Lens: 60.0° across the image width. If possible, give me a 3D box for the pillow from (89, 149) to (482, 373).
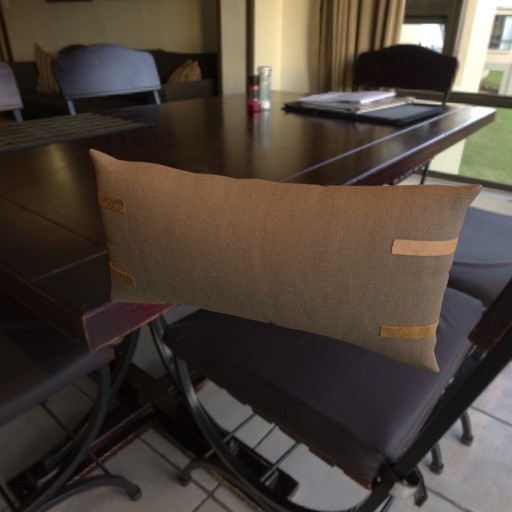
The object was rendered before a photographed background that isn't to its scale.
[{"bbox_3d":[0.000,0.000,0.718,0.612,0.308,0.148,9,29,17],"label":"pillow"}]
